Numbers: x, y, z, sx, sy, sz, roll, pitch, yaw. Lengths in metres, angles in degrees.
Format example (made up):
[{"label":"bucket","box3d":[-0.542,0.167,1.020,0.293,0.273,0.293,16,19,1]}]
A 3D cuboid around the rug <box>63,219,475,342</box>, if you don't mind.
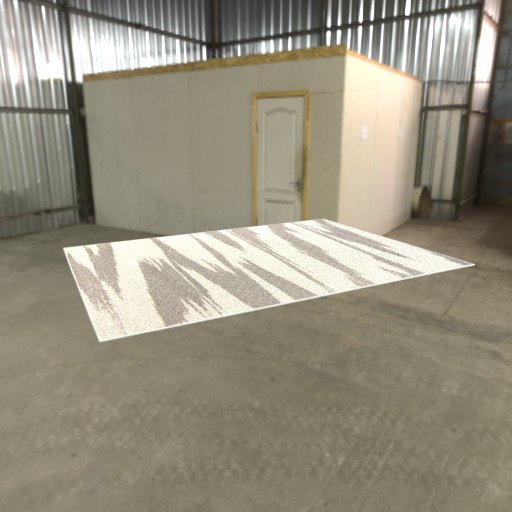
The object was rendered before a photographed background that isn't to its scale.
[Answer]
[{"label":"rug","box3d":[0.000,0.000,2.805,2.142,0.010,1.533,-8,18,-26]}]
